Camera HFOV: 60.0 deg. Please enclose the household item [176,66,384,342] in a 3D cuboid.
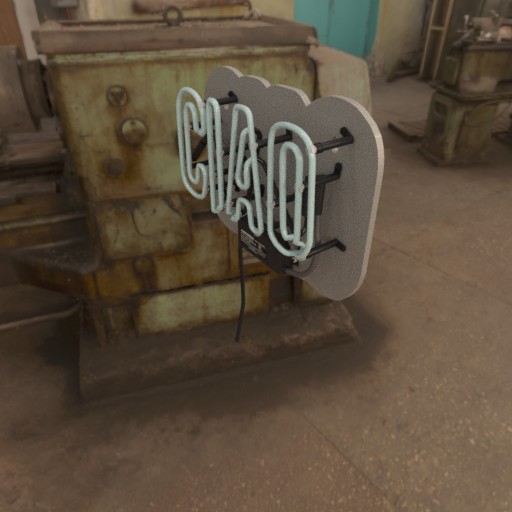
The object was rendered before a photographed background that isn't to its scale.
[{"bbox_3d":[0.000,0.000,0.396,0.042,0.294,0.211,-21,38,-29],"label":"household item"}]
